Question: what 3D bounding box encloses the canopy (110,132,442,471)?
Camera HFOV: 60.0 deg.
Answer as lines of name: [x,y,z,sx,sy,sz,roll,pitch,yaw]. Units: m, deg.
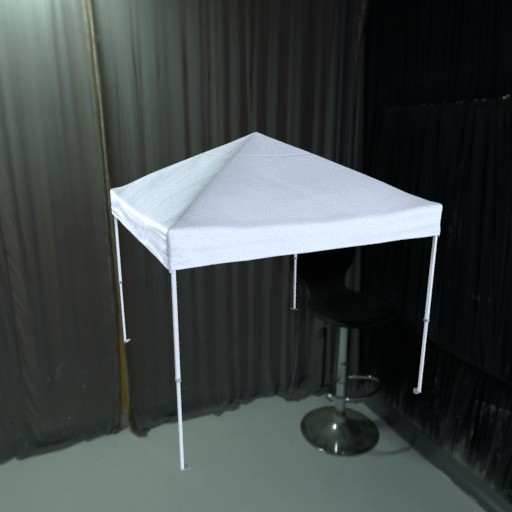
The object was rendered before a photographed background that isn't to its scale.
canopy: [0.000,0.000,5.566,2.996,2.997,2.998,-7,17,-25]
